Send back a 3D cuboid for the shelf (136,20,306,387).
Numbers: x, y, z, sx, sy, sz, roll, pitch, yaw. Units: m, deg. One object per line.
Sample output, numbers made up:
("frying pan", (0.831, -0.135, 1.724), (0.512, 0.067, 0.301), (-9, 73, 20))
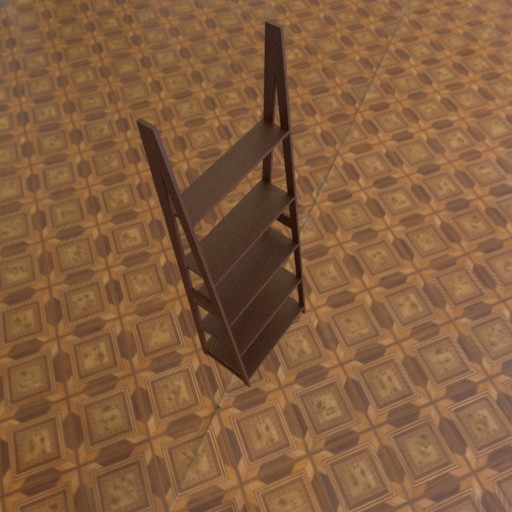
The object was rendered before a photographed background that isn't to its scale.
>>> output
("shelf", (0.000, 0.000, 1.994), (0.350, 1.770, 0.600), (32, 63, 19))
